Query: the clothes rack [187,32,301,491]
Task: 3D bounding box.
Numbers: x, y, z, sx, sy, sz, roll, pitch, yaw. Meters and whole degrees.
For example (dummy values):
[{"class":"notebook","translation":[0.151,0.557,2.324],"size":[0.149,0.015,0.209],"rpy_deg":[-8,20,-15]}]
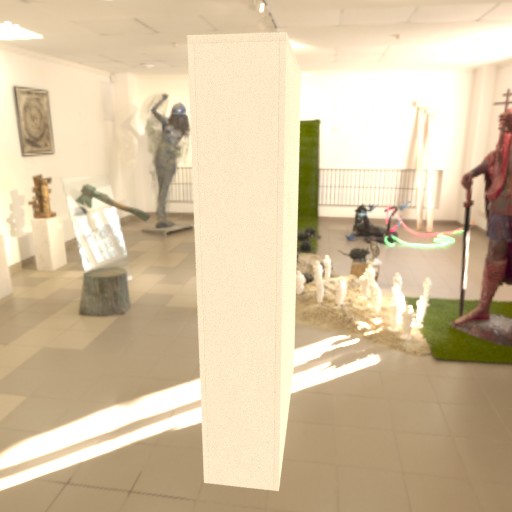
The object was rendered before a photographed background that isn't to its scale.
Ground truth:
[{"class":"clothes rack","translation":[0.000,0.000,1.561],"size":[0.250,1.280,0.750],"rpy_deg":[2,16,8]}]
